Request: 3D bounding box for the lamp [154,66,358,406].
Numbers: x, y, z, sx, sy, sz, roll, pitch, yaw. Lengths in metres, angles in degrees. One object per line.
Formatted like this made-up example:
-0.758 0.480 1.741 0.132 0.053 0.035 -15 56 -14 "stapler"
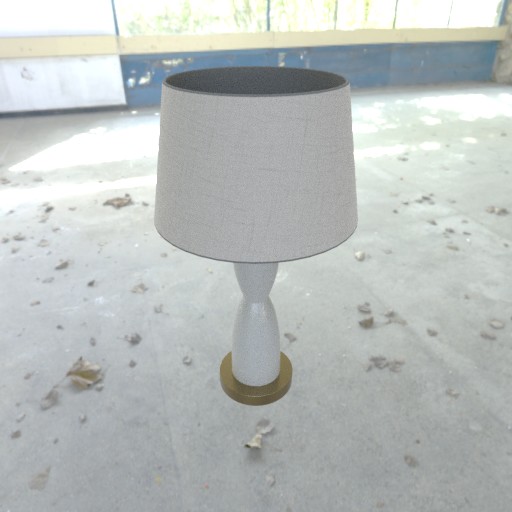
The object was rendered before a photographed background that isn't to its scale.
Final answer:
0.000 0.000 0.724 0.309 0.545 0.309 0 30 0 "lamp"
